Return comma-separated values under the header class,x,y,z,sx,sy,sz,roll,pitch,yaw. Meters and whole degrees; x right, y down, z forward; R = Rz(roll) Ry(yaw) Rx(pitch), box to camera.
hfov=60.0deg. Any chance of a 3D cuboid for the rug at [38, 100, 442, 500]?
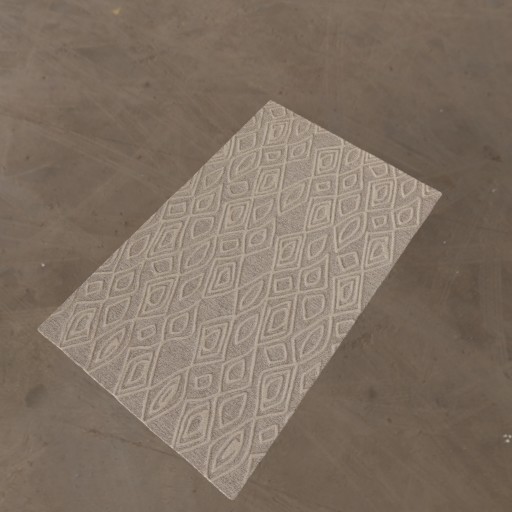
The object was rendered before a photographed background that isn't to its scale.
class,x,y,z,sx,sy,sz,roll,pitch,yaw
rug,0.000,0.000,2.960,1.546,0.010,2.442,34,68,16
